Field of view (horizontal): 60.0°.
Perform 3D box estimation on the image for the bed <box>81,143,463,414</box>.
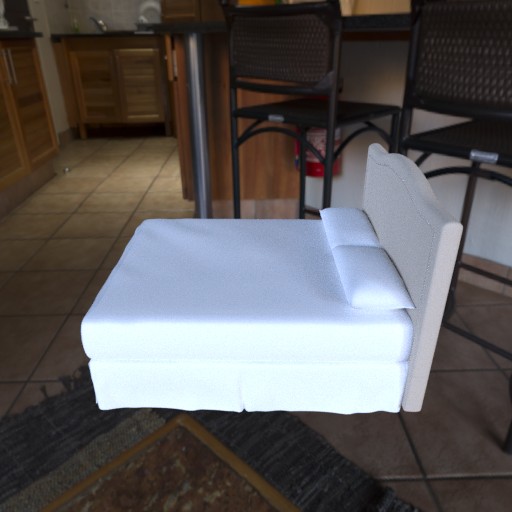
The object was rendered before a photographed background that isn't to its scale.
[{"bbox_3d":[0.000,0.000,3.161,2.052,1.398,1.678,0,27,1],"label":"bed"}]
